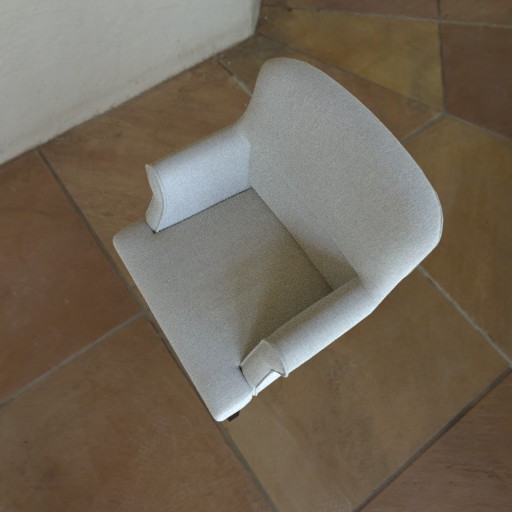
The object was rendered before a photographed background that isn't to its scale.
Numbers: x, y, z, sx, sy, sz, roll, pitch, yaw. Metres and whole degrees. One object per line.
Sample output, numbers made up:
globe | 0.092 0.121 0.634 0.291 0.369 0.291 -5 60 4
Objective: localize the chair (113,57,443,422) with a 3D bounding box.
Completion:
chair | 0.000 0.000 1.449 0.750 0.875 0.781 -31 68 -14
